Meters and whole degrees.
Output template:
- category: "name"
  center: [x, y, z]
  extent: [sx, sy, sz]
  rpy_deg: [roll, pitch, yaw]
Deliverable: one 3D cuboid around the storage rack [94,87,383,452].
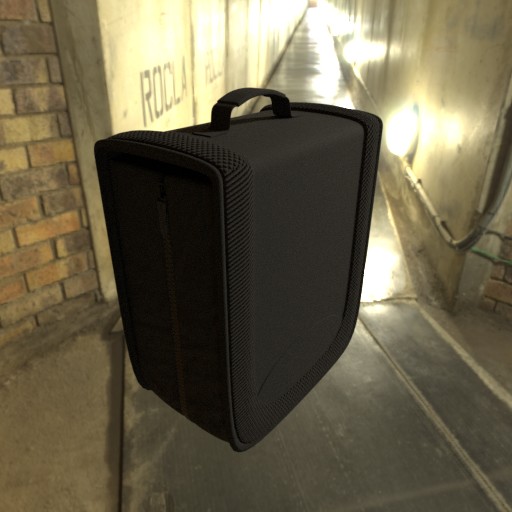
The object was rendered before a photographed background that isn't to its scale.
- category: "storage rack"
  center: [0.000, 0.000, 0.546]
  extent: [0.168, 0.387, 0.297]
  rpy_deg: [20, 33, 34]
